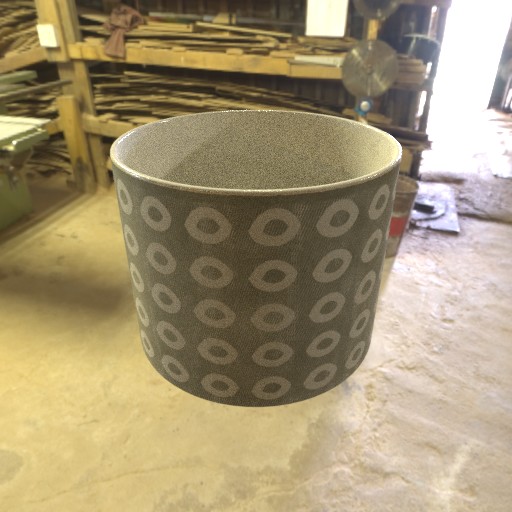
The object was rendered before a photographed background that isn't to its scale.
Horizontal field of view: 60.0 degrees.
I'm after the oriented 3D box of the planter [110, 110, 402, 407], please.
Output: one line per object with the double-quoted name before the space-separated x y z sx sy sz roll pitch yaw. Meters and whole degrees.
"planter" 0.000 0.000 0.453 0.250 0.239 0.250 0 30 0
